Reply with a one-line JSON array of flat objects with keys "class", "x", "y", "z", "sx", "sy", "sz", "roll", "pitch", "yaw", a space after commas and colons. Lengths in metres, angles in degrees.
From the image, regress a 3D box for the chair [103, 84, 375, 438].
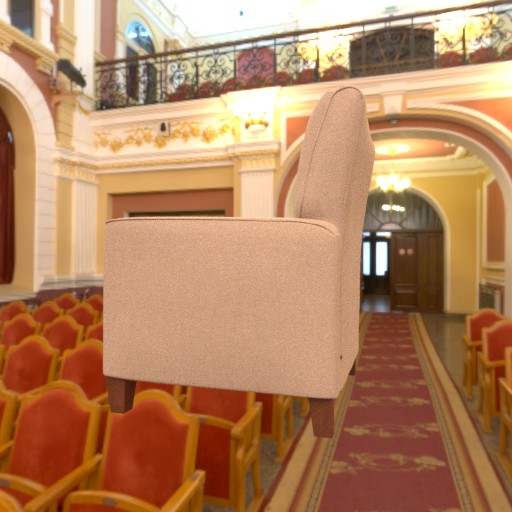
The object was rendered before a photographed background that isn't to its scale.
[{"class": "chair", "x": 0.000, "y": 0.000, "z": 1.691, "sx": 0.858, "sy": 1.023, "sz": 0.841, "roll": 0, "pitch": -1, "yaw": 17}]
